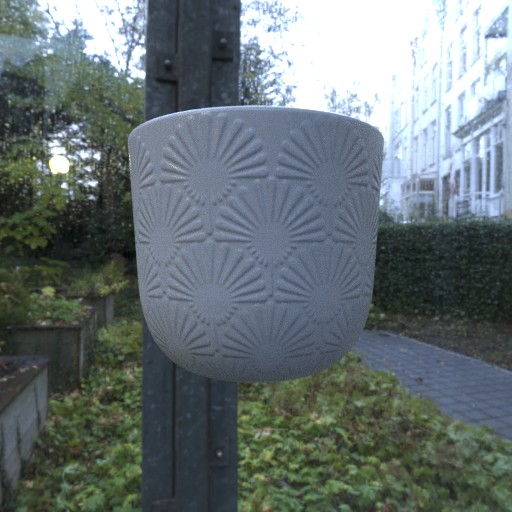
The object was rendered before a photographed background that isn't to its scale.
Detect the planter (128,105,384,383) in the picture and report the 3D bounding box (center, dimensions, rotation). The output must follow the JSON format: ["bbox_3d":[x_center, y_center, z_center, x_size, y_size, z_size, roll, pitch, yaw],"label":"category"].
[{"bbox_3d":[0.000,0.000,0.305,0.170,0.152,0.170,0,0,0],"label":"planter"}]
